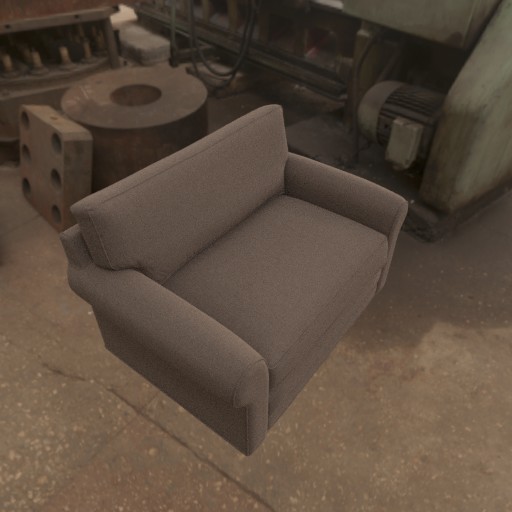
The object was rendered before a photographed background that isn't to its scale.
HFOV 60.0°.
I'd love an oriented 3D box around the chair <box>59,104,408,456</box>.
[{"bbox_3d":[0.000,0.000,2.053,0.930,0.930,1.390,26,47,28],"label":"chair"}]
